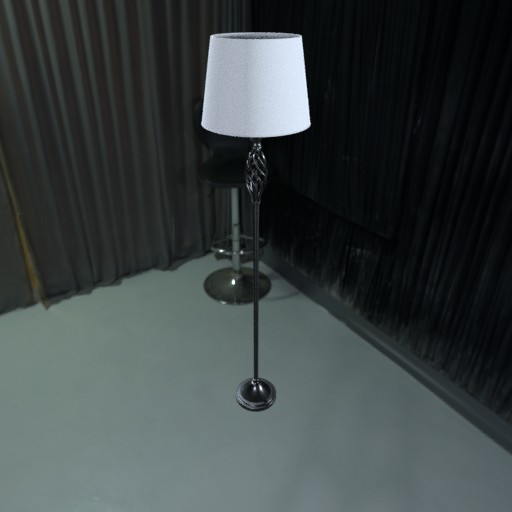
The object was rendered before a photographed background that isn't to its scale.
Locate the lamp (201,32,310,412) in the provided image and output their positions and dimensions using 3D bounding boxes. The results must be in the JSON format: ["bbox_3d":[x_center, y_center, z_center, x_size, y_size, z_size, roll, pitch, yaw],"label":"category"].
[{"bbox_3d":[0.000,0.000,1.819,0.379,1.623,0.379,0,30,0],"label":"lamp"}]
